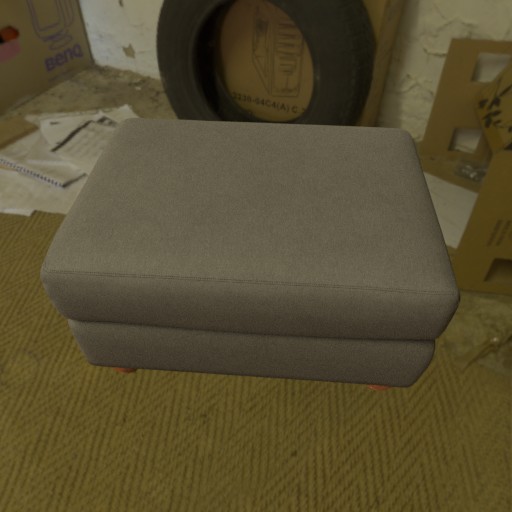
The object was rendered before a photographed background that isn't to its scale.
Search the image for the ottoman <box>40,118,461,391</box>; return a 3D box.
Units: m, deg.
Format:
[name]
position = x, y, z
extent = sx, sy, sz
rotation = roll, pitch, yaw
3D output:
[ottoman]
position = 0.000, 0.000, 1.099
extent = 0.773, 0.497, 0.574
rotation = 3, 46, 3
